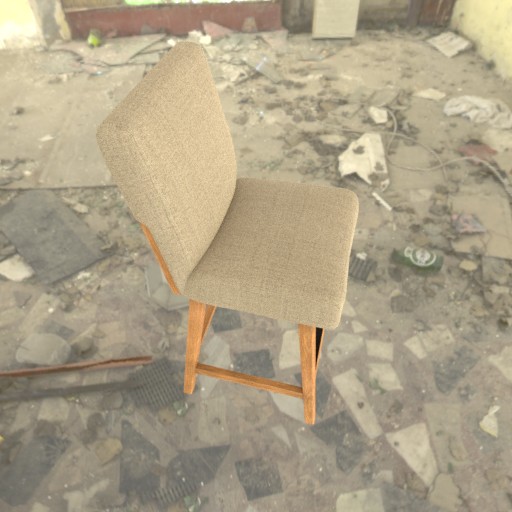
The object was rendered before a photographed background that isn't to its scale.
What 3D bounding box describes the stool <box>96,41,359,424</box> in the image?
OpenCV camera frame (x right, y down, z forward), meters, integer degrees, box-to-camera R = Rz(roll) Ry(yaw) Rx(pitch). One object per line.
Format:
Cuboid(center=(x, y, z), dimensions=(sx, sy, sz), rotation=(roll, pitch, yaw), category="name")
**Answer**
Cuboid(center=(0.000, 0.000, 1.279), dimensions=(0.526, 1.010, 0.459), rotation=(11, 48, 10), category="stool")
